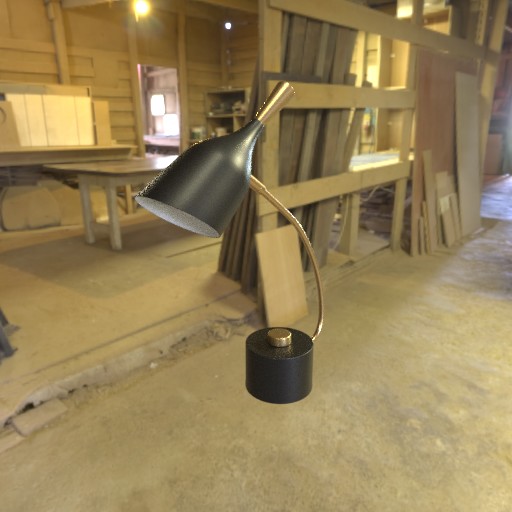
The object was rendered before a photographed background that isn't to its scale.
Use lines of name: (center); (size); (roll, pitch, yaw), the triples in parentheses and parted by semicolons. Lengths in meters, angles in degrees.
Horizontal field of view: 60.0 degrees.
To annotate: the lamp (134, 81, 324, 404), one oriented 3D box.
lamp: (0.000, 0.000, 0.623); (0.110, 0.464, 0.352); (15, 22, 40)
